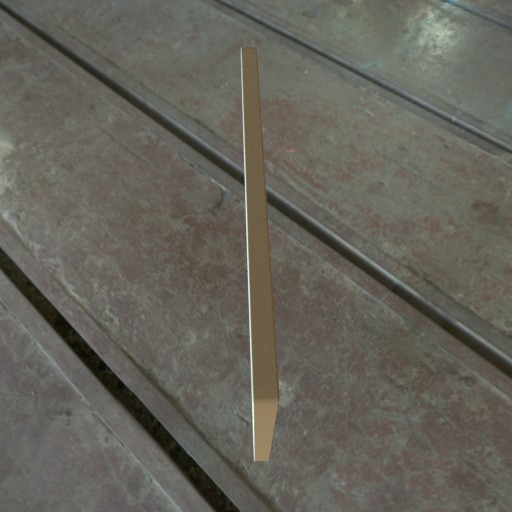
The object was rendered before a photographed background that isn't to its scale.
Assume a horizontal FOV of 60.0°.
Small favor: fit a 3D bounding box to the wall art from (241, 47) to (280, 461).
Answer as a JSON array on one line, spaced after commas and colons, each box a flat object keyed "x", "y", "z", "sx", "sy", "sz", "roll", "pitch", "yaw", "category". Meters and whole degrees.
[{"x": 0.000, "y": 0.000, "z": 0.487, "sx": 0.019, "sy": 0.254, "sz": 0.380, "roll": -2, "pitch": 57, "yaw": -1, "category": "wall art"}]
